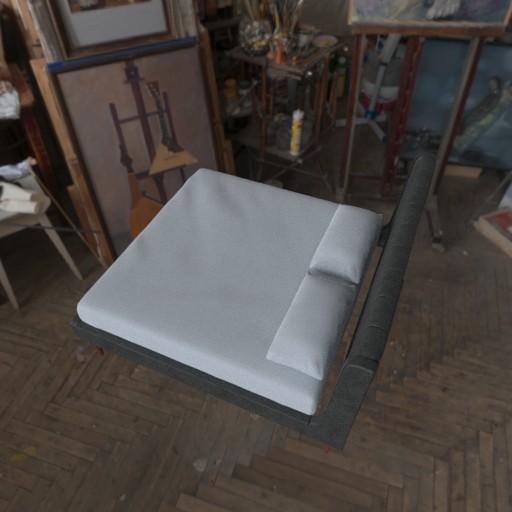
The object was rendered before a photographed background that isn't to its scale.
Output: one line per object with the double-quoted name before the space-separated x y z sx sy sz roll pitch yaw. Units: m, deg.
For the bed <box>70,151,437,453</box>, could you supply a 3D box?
"bed" 0.000 0.000 3.270 2.031 1.158 1.903 18 49 16
